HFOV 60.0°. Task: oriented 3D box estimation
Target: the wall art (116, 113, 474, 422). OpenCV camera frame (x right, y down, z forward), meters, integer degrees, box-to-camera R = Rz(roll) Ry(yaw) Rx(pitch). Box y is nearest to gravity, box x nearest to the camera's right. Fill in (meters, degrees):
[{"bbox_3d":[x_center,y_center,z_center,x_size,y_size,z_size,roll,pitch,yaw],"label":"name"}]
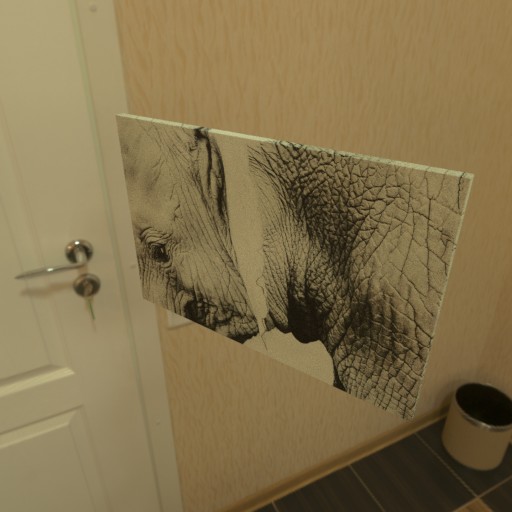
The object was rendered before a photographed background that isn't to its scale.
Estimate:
[{"bbox_3d":[0.000,0.000,1.429,1.141,0.758,0.035,19,34,30],"label":"wall art"}]
